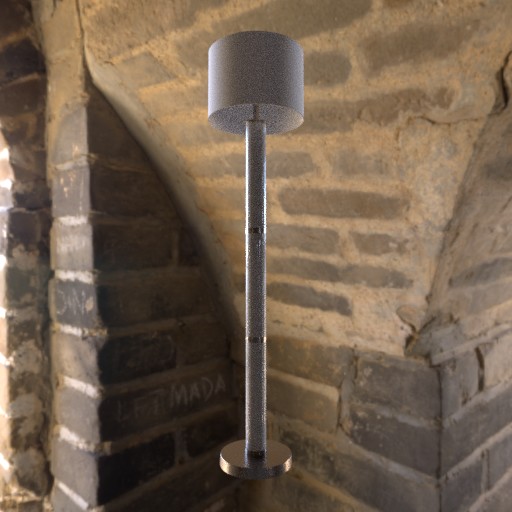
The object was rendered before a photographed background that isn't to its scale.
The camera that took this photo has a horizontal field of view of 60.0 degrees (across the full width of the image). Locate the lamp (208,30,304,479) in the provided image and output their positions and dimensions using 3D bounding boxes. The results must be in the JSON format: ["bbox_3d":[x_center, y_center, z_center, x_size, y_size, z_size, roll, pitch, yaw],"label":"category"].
[{"bbox_3d":[0.000,0.000,1.737,0.377,1.599,0.377,0,-1,-1],"label":"lamp"}]
